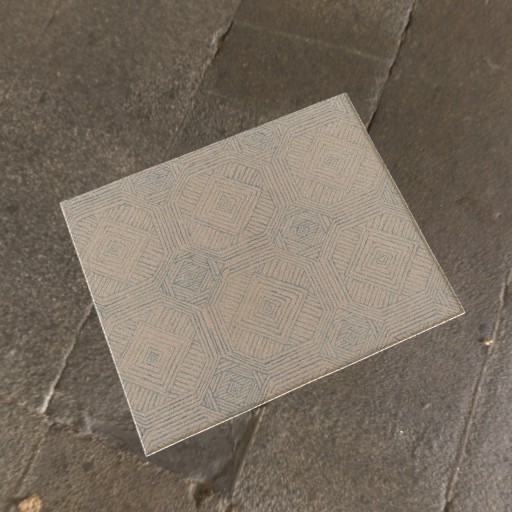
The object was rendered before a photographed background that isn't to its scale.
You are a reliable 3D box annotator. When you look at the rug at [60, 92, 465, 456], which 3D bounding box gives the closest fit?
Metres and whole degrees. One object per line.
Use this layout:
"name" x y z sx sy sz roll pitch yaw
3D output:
"rug" 0.000 0.000 4.119 3.049 0.015 2.457 -23 77 -5
